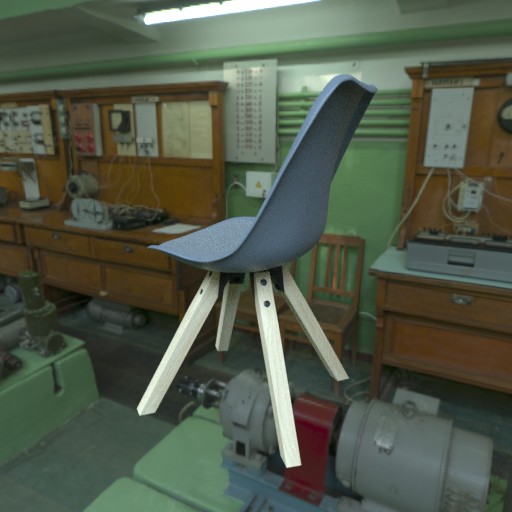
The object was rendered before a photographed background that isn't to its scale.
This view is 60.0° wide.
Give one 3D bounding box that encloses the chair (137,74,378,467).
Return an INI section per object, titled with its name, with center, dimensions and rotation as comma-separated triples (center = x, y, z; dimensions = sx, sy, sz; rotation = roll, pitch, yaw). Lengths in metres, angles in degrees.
[chair]
center = 0.000, 0.000, 1.175
dimensions = 0.550, 0.850, 0.485
rotation = 8, 18, 25
